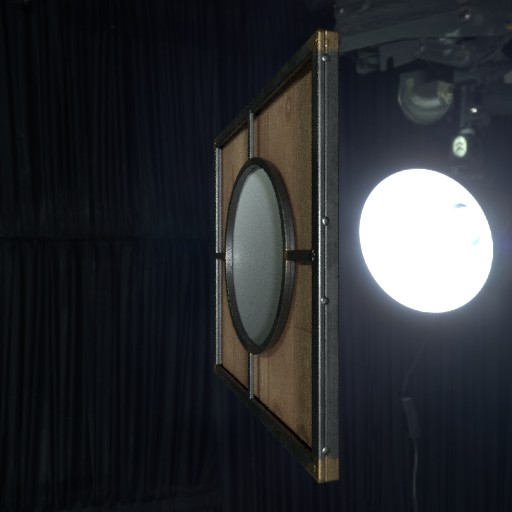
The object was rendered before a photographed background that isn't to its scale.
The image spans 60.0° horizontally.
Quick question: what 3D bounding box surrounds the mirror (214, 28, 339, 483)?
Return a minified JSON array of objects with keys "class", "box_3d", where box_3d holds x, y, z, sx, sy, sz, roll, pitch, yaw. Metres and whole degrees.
[{"class":"mirror","box_3d":[0.000,0.000,0.554,0.020,0.381,0.382,0,0,-19]}]
